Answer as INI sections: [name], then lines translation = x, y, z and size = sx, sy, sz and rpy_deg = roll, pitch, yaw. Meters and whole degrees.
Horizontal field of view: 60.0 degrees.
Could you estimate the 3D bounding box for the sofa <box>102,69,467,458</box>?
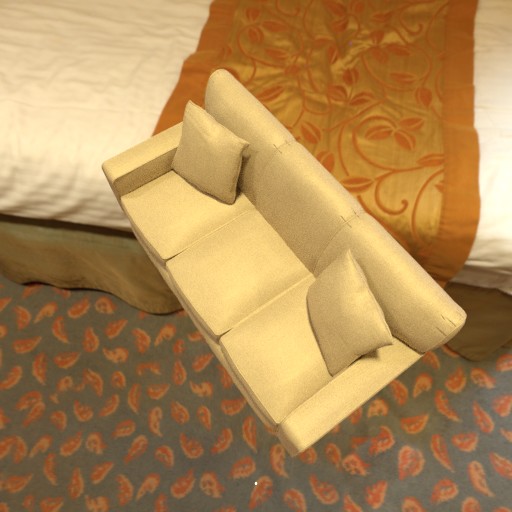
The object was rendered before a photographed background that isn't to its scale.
[sofa]
translation = 0.000, 0.000, 2.616
size = 0.997, 0.958, 2.024
rpy_deg = -32, 67, -15
